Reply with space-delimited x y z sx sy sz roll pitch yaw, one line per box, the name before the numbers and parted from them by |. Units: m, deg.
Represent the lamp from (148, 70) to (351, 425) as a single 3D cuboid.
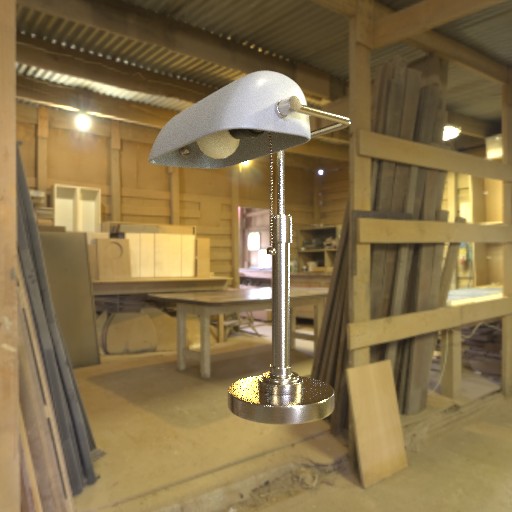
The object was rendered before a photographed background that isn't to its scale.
lamp | 0.000 0.000 0.578 0.227 0.404 0.269 0 0 -36
